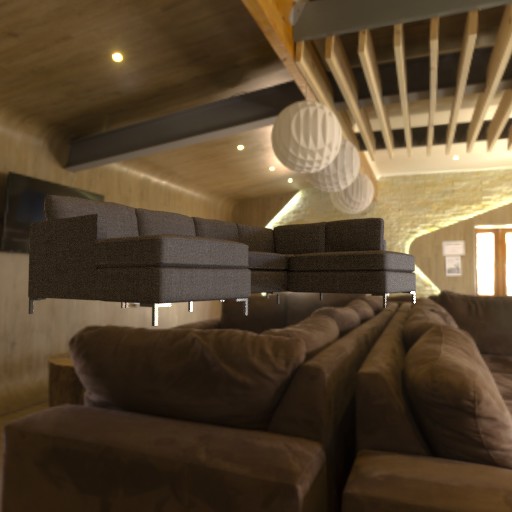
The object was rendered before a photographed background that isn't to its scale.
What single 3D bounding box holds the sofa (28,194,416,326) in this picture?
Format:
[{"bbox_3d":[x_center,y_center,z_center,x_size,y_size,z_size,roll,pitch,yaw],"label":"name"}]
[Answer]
[{"bbox_3d":[0.000,0.000,4.285,2.048,0.999,3.423,-2,-4,36],"label":"sofa"}]
